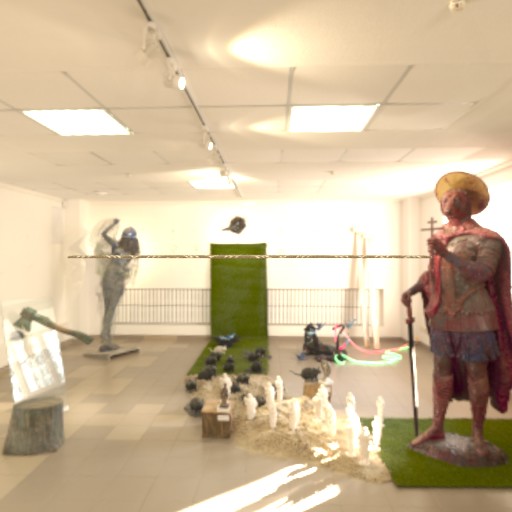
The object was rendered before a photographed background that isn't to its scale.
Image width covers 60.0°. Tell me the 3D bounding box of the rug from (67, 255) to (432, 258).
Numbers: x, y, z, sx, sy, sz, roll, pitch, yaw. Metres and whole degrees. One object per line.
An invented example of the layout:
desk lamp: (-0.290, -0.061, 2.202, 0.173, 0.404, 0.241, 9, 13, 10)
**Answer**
rug: (0.000, 0.000, 3.087, 1.541, 0.012, 2.457, 0, 0, 2)
